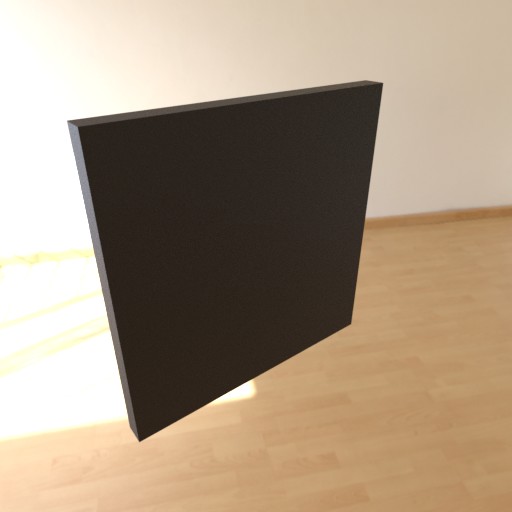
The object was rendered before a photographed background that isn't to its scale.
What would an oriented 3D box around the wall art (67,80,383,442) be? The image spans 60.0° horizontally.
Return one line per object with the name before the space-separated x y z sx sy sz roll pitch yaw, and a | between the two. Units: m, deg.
wall art | 0.000 0.000 0.744 0.507 0.507 0.038 -21 35 -32
